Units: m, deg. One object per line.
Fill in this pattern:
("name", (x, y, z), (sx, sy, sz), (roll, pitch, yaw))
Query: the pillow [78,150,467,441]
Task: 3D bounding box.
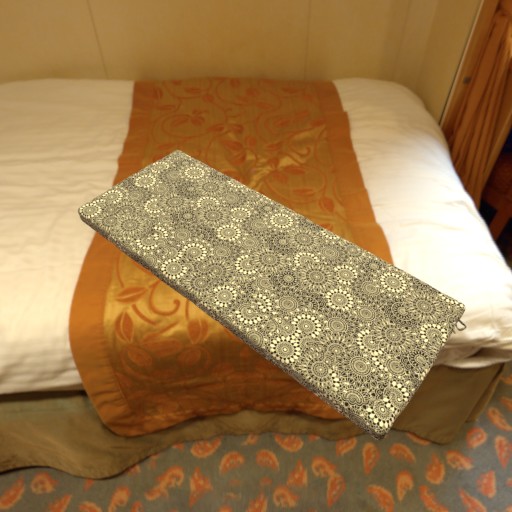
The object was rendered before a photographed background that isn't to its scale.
("pillow", (0.000, 0.000, 1.352), (1.187, 0.081, 0.492), (32, 55, 26))
